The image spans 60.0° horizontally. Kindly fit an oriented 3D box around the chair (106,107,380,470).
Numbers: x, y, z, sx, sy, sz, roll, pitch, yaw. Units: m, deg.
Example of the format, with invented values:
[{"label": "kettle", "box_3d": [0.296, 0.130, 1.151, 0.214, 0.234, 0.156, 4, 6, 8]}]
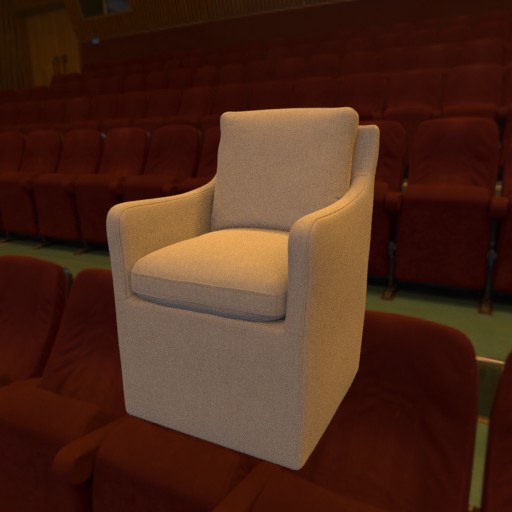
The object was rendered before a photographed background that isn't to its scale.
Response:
[{"label": "chair", "box_3d": [0.000, 0.000, 1.400, 0.626, 0.914, 0.694, 7, 15, 26]}]
